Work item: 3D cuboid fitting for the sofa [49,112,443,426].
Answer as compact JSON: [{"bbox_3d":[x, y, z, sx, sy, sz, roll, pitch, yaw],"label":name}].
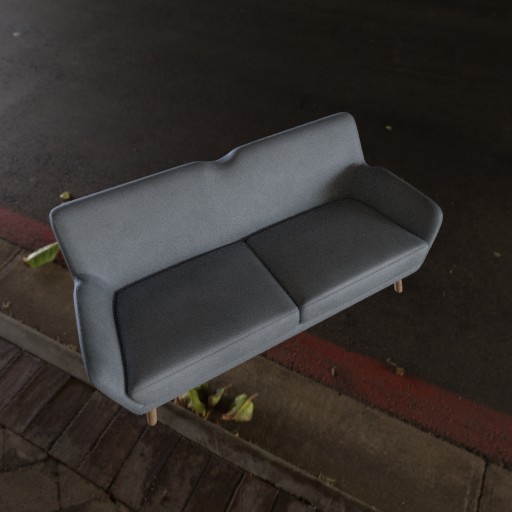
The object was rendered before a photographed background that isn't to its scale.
[{"bbox_3d":[0.000,0.000,2.300,1.870,0.810,0.850,-24,52,-20],"label":"sofa"}]
